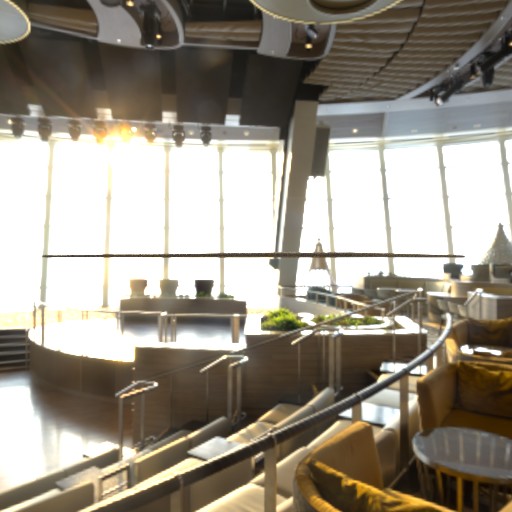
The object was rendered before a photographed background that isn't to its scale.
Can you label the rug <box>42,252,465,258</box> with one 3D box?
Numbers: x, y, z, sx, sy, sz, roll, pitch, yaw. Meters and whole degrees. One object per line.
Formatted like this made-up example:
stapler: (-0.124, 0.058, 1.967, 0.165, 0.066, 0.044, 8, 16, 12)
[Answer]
rug: (0.000, 0.000, 4.098, 3.066, 0.030, 2.462, 0, 0, 37)
